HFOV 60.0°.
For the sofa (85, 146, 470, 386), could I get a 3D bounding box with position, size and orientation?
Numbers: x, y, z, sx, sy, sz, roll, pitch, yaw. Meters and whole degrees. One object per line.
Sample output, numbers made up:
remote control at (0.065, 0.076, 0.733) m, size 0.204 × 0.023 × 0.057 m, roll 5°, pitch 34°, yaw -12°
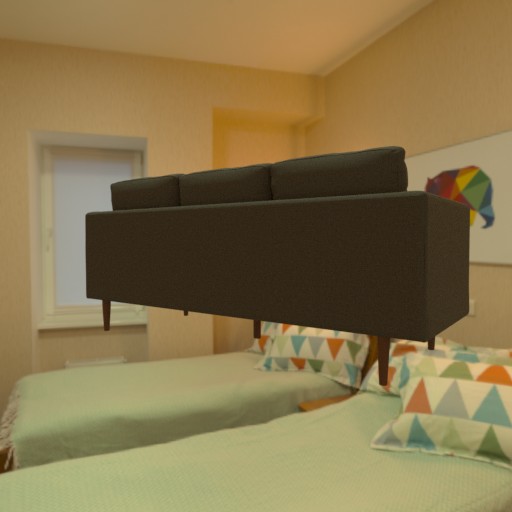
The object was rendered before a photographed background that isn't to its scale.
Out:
sofa at (0.000, 0.000, 2.437) m, size 2.029 × 0.912 × 0.802 m, roll 1°, pitch 2°, yaw 36°
